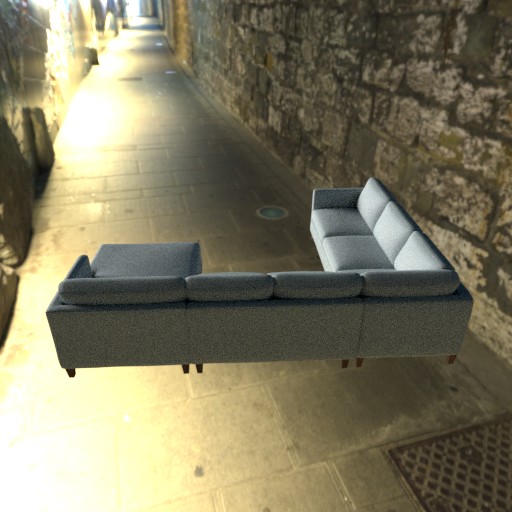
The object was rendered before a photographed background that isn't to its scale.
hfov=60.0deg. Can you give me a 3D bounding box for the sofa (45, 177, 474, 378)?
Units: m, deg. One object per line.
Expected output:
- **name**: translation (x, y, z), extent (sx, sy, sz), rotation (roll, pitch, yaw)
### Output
- **sofa**: translation (0.000, 0.000, 4.652), extent (3.403, 0.889, 2.551), rotation (-1, 30, -2)
